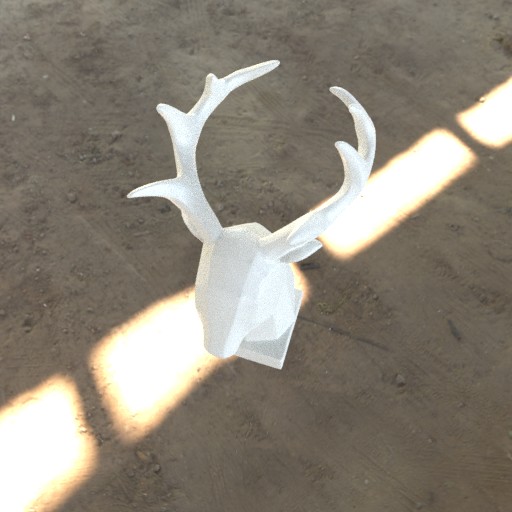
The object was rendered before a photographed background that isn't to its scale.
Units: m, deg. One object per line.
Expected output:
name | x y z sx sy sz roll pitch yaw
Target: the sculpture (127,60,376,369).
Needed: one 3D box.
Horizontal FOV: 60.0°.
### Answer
sculpture | 0.000 0.000 0.457 0.174 0.329 0.224 15 59 10
